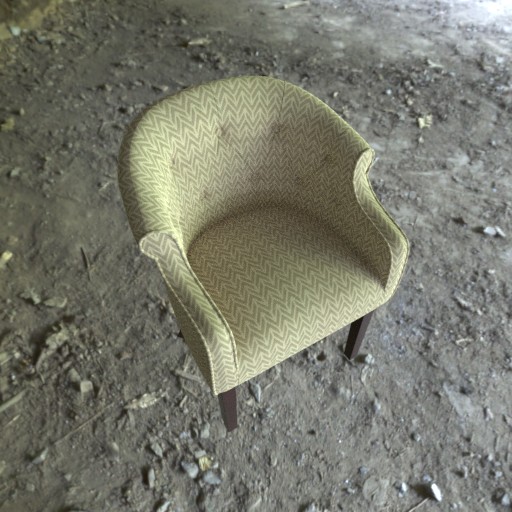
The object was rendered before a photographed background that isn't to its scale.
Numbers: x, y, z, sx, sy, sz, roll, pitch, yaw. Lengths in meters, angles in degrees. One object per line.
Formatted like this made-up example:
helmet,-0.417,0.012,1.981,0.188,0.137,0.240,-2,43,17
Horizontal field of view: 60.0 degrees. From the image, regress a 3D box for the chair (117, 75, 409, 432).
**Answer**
chair,0.000,0.000,1.334,0.686,0.858,0.613,-24,51,-21
